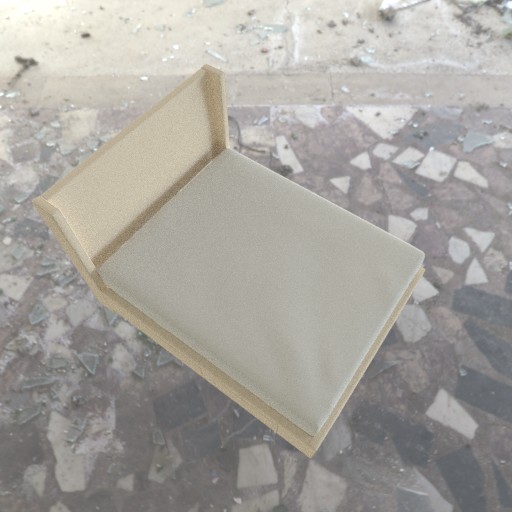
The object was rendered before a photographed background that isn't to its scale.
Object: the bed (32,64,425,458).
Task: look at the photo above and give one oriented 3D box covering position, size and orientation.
[{"bbox_3d":[0.000,0.000,3.474,2.280,1.471,1.765,32,63,18],"label":"bed"}]
